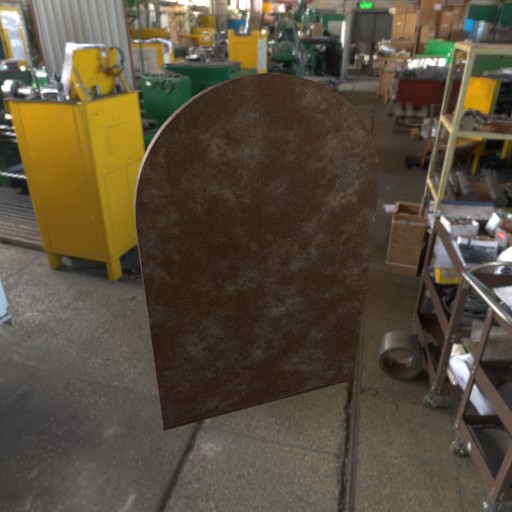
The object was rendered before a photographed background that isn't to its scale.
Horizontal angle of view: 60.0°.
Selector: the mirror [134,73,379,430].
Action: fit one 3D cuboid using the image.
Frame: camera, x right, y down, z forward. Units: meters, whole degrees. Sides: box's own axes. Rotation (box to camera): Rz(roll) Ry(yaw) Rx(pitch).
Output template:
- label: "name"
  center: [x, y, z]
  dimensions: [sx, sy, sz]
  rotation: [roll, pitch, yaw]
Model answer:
- label: "mirror"
  center: [0.000, 0.000, 0.994]
  dimensions: [0.510, 0.770, 0.137]
  rotation: [-9, 29, -17]
